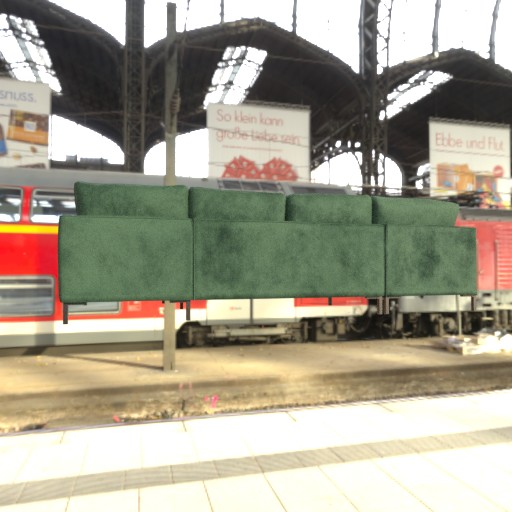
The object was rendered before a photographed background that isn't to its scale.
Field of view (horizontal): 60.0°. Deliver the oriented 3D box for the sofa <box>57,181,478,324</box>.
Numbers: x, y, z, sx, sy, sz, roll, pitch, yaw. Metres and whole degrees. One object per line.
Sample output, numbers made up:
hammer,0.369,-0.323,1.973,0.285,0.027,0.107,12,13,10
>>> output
sofa,0.000,0.000,3.860,2.994,0.861,1.992,1,-2,-17
